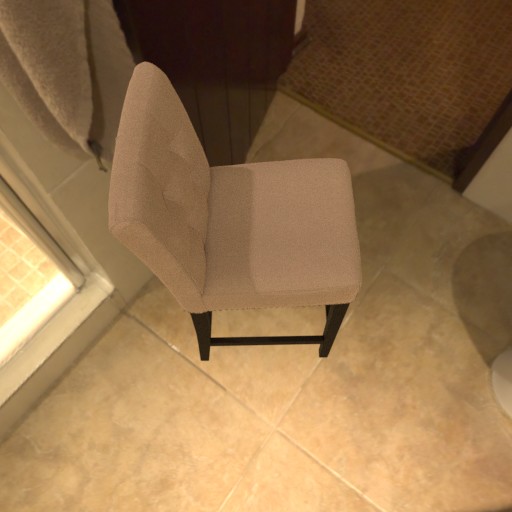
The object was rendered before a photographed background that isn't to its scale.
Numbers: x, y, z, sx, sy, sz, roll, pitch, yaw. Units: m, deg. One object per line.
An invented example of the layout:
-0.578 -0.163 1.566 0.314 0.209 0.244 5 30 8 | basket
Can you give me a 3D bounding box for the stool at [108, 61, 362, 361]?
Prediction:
0.000 0.000 1.304 0.548 1.047 0.411 0 64 0 | stool
